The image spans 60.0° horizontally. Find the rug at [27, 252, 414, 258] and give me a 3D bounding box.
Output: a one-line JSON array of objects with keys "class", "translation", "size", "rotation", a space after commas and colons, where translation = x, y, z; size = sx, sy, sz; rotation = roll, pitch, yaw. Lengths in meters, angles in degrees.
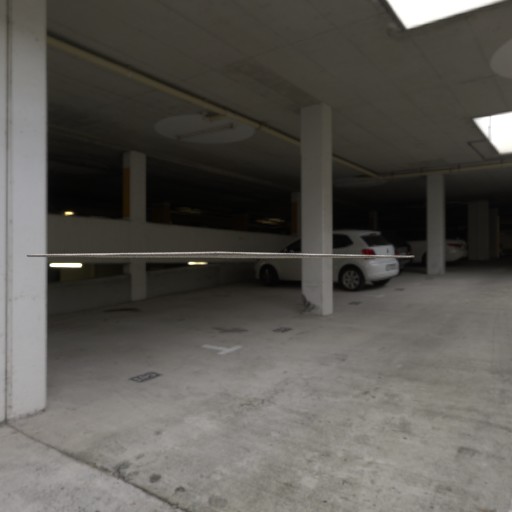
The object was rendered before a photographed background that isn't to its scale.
[{"class": "rug", "translation": [0.000, 0.000, 1.089], "size": [0.511, 0.008, 0.869], "rotation": [0, -1, 36]}]
